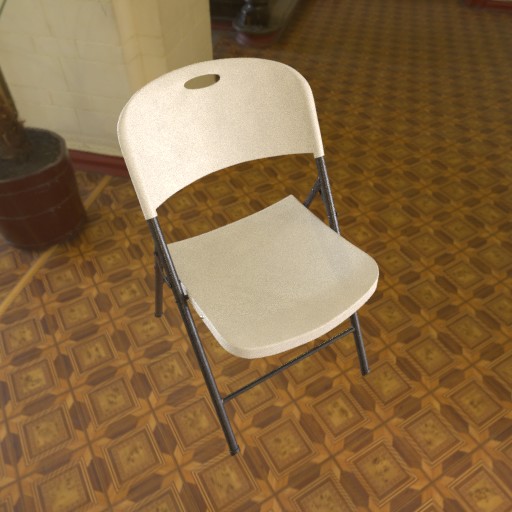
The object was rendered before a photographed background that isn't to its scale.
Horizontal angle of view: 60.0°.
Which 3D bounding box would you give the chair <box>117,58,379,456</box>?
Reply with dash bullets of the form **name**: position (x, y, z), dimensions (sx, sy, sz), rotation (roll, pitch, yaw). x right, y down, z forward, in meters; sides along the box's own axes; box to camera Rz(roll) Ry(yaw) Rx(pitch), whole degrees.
- **chair**: position (0.000, 0.000, 1.161), dimensions (0.494, 0.810, 0.566), rotation (-24, 51, -21)
